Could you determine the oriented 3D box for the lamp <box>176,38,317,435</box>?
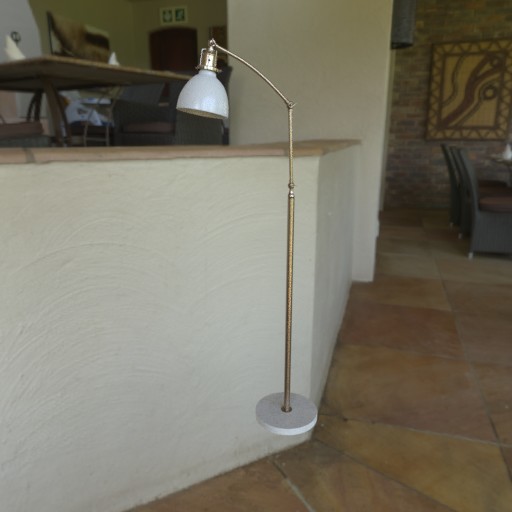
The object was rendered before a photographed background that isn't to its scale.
[{"bbox_3d":[0.000,0.000,1.804,0.599,1.586,0.288,-7,17,-24],"label":"lamp"}]
